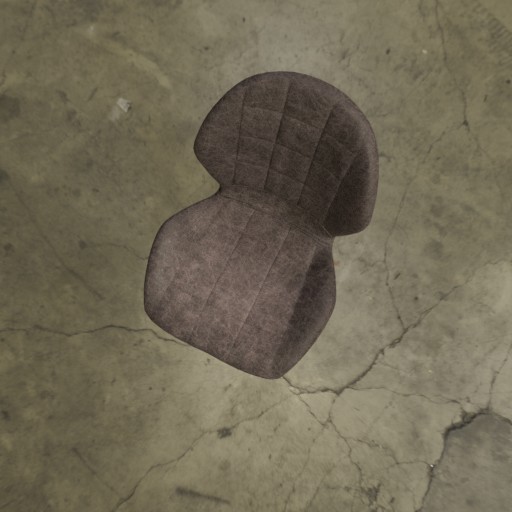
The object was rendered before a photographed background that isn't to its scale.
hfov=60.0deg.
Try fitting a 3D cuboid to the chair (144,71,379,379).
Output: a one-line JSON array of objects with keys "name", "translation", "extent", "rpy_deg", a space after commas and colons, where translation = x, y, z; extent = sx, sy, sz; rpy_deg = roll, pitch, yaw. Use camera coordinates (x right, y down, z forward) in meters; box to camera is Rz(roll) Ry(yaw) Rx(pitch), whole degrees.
[{"name": "chair", "translation": [0.000, 0.000, 1.335], "extent": [0.527, 0.934, 0.640], "rpy_deg": [25, 78, 6]}]
